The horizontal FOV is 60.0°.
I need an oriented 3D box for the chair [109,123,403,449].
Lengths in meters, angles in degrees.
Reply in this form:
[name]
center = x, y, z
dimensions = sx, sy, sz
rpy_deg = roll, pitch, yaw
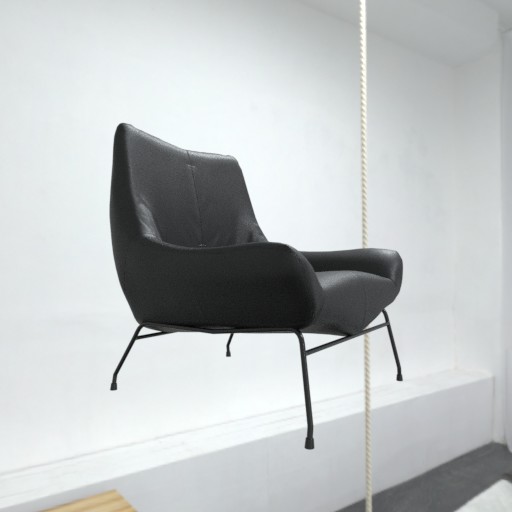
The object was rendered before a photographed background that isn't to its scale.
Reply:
[chair]
center = 0.000, 0.000, 1.582
dimensions = 0.826, 0.922, 0.836
rpy_deg = 0, -1, 35
